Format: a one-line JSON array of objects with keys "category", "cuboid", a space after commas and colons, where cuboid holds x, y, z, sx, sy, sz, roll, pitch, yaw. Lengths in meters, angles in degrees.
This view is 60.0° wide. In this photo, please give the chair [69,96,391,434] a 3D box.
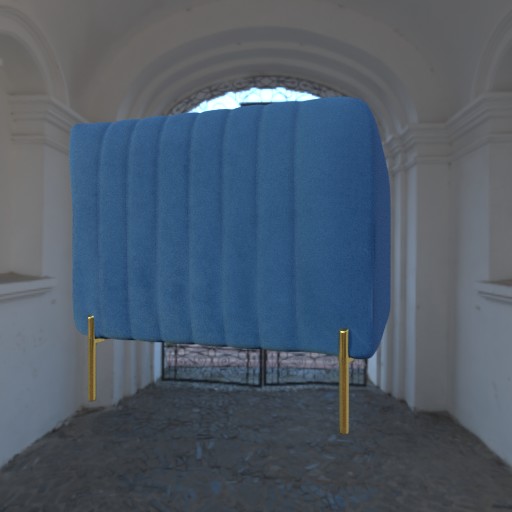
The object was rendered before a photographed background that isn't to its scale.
[{"category": "chair", "cuboid": [0.000, 0.000, 1.541, 0.877, 0.793, 0.947, 0, 0, 19]}]
